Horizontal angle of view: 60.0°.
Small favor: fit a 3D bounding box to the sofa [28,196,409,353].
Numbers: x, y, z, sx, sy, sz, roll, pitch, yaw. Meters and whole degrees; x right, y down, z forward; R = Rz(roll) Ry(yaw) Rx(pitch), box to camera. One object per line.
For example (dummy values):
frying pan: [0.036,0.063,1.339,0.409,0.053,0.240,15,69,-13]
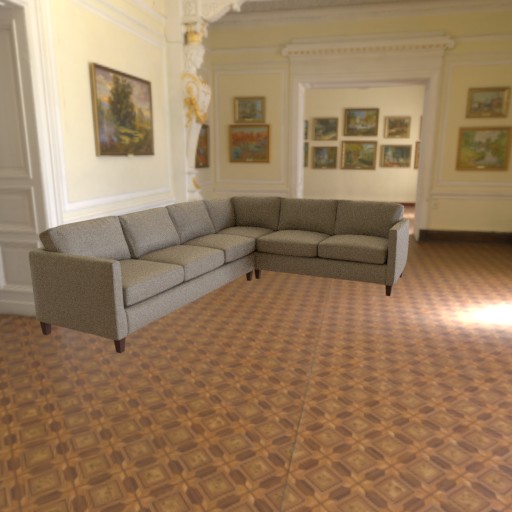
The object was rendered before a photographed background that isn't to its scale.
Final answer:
sofa: [0.000,0.000,4.504,2.593,0.947,3.302,6,14,25]
